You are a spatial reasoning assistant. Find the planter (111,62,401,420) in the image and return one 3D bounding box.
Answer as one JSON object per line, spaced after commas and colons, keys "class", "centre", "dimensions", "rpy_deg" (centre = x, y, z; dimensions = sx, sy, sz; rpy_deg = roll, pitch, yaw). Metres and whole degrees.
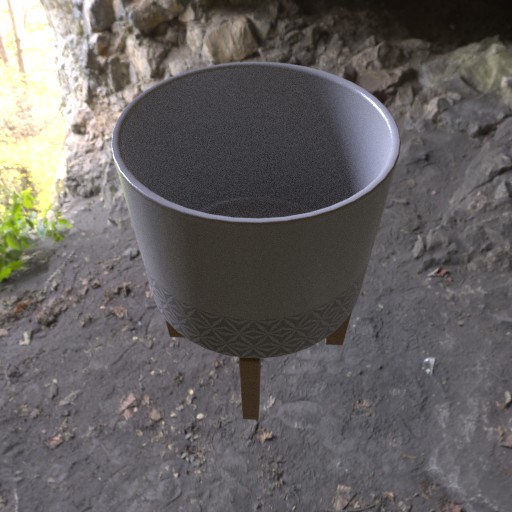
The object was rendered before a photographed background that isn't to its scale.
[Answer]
{"class": "planter", "centre": [0.000, 0.000, 0.391], "dimensions": [0.188, 0.260, 0.188], "rpy_deg": [0, 48, 0]}
